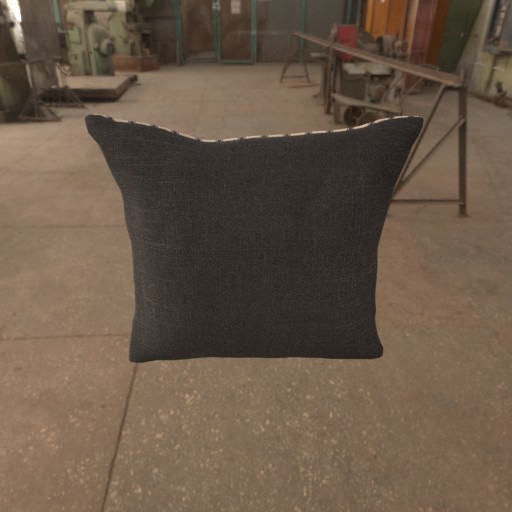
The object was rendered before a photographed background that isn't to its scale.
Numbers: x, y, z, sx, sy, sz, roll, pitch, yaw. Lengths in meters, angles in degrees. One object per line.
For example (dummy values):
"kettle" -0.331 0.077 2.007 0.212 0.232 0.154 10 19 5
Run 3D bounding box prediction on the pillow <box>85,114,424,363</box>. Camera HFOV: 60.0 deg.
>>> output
"pillow" 0.000 0.000 0.711 0.468 0.444 0.138 0 29 -1
